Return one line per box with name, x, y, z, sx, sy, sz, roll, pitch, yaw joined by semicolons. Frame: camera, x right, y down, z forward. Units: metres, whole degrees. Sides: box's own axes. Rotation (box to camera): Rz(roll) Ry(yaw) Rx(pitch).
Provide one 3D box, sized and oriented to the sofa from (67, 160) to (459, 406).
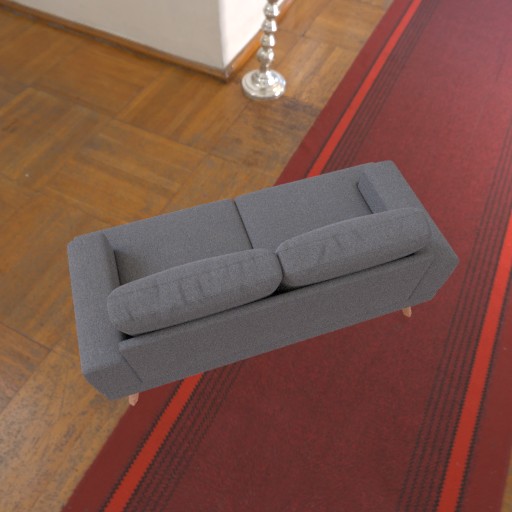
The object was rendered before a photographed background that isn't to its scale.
sofa;0.000;0.000;2.100;1.650;0.810;0.785;-16;59;-10
